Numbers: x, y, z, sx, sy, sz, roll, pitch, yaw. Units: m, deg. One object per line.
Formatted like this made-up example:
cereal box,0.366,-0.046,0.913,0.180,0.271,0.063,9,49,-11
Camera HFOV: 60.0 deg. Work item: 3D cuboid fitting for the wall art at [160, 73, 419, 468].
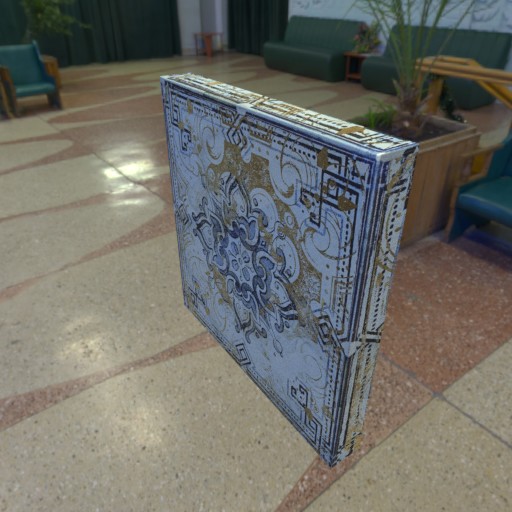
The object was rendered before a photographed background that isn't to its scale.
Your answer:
wall art,0.000,0.000,0.452,0.038,0.306,0.302,-20,37,-29
